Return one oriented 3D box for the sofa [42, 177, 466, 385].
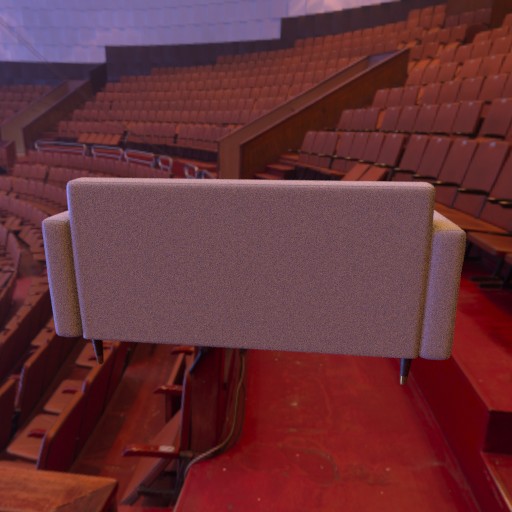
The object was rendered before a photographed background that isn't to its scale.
[{"bbox_3d":[0.000,0.000,2.122,1.585,0.801,0.950,2,16,7],"label":"sofa"}]
